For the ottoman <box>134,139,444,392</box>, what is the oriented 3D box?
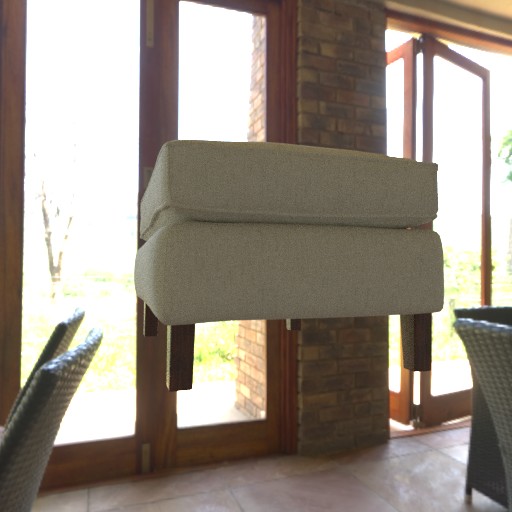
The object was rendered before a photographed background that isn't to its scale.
[{"bbox_3d":[0.000,0.000,0.967,0.501,0.406,0.665,1,-2,-17],"label":"ottoman"}]
